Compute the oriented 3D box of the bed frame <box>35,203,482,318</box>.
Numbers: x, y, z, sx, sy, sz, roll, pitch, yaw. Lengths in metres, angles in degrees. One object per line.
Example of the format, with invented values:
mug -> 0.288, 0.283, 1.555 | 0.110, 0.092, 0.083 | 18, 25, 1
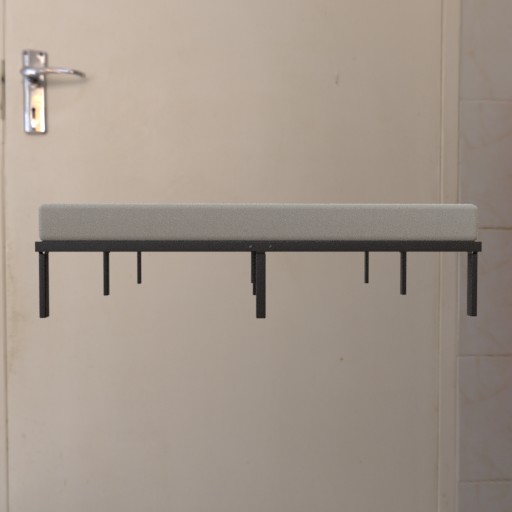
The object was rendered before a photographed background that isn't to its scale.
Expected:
bed frame -> 0.000, 0.000, 3.859 | 2.635, 0.680, 2.526 | 0, 1, -1
